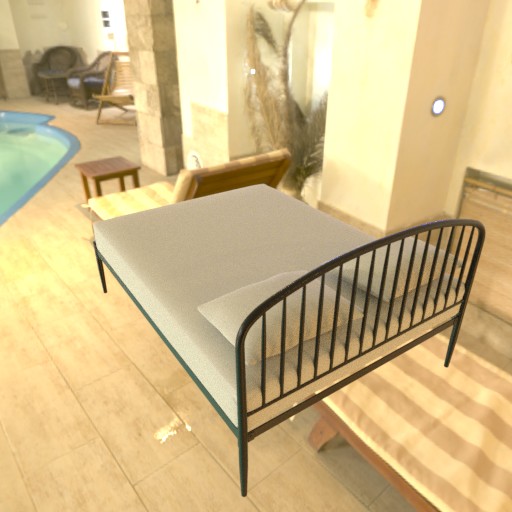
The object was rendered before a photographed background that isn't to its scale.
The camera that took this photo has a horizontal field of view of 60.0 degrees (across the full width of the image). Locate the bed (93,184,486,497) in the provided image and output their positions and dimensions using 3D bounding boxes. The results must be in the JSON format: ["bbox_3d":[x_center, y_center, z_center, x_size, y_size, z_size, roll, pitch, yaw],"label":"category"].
[{"bbox_3d":[0.000,0.000,3.003,1.618,1.166,2.159,-18,34,-29],"label":"bed"}]
